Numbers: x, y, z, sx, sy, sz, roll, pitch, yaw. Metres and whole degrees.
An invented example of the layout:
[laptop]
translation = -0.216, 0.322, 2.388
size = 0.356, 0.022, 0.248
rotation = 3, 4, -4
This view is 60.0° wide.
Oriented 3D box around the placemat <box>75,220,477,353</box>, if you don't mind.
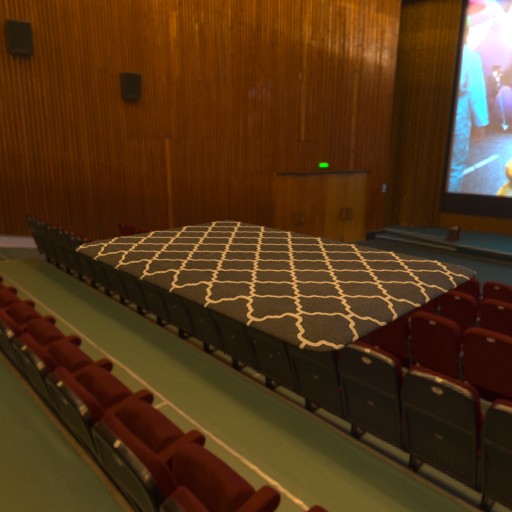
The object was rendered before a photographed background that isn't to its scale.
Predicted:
[placemat]
translation = 0.000, 0.000, 0.965
size = 0.508, 0.021, 0.762
rotation = -14, 20, -42
